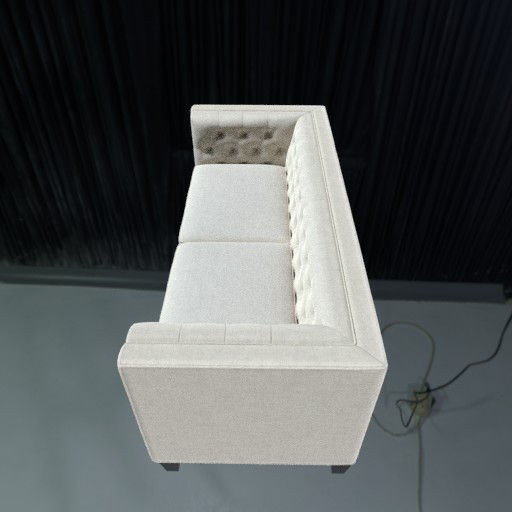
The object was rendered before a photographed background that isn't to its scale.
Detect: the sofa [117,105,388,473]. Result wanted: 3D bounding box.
[{"bbox_3d":[0.000,0.000,2.150,0.775,0.762,1.778,1,42,1],"label":"sofa"}]
